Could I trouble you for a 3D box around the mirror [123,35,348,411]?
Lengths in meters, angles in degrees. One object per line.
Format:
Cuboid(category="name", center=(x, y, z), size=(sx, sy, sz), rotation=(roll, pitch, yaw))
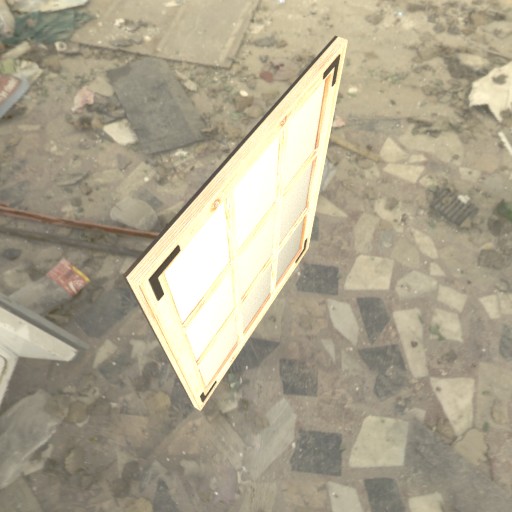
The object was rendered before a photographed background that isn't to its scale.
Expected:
Cuboid(category="mirror", center=(0.000, 0.000, 1.219), size=(0.032, 0.882, 0.730), rotation=(28, 63, 16))
